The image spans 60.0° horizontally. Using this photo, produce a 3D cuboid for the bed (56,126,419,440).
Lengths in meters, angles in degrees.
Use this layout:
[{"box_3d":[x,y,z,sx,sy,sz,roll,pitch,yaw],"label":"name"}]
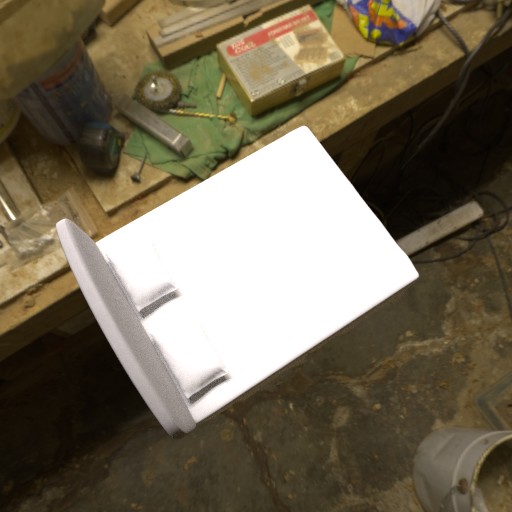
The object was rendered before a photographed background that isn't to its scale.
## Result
[{"box_3d":[0.000,0.000,3.133,2.005,1.410,1.607,-31,76,-9],"label":"bed"}]
